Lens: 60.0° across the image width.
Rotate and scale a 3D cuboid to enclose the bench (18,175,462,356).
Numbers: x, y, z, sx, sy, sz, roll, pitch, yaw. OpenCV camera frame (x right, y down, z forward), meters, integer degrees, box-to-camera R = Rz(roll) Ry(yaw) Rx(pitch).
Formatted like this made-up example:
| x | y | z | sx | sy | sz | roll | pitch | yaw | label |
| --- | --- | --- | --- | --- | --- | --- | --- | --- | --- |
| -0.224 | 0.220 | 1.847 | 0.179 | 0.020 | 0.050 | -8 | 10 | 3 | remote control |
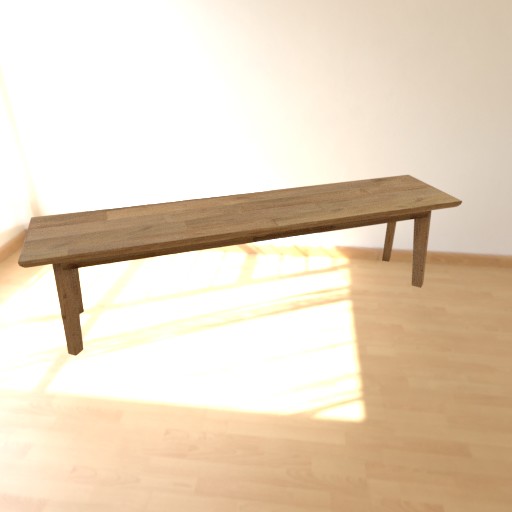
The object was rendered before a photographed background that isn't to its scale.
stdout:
| x | y | z | sx | sy | sz | roll | pitch | yaw | label |
| --- | --- | --- | --- | --- | --- | --- | --- | --- | --- |
| 0.000 | 0.000 | 1.883 | 1.698 | 0.431 | 0.378 | -9 | 29 | -16 | bench |
